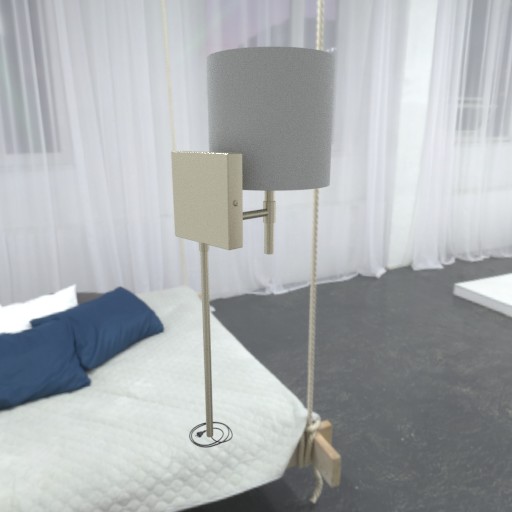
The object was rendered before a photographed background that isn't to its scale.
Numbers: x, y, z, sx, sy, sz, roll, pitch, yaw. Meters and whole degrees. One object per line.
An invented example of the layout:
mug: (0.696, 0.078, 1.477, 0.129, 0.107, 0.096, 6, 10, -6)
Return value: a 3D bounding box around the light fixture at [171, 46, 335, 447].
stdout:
light fixture: (0.000, 0.000, 0.709, 0.248, 0.589, 0.188, -14, 20, -43)
